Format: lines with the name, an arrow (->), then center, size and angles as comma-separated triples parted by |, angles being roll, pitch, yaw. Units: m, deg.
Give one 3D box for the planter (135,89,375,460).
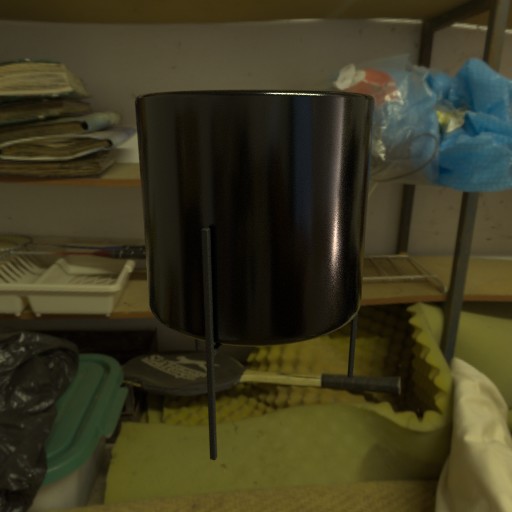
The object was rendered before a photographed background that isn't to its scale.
planter -> 0.000, 0.000, 0.638 | 0.310, 0.432, 0.310 | -8, 19, -25
